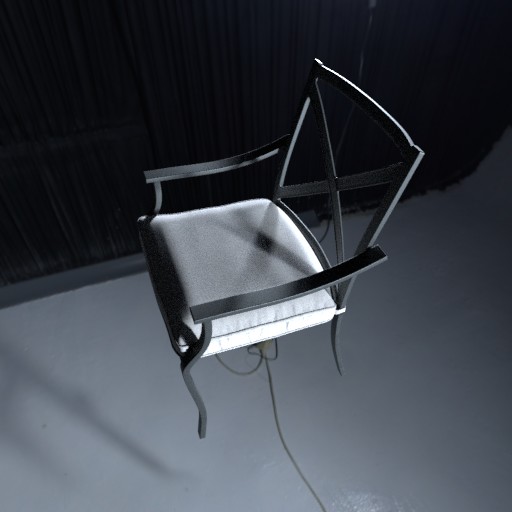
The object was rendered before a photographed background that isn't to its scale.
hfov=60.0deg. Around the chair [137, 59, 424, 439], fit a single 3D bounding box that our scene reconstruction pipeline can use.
[{"bbox_3d":[0.000,0.000,1.309,0.620,0.889,0.575,-15,48,-14],"label":"chair"}]
